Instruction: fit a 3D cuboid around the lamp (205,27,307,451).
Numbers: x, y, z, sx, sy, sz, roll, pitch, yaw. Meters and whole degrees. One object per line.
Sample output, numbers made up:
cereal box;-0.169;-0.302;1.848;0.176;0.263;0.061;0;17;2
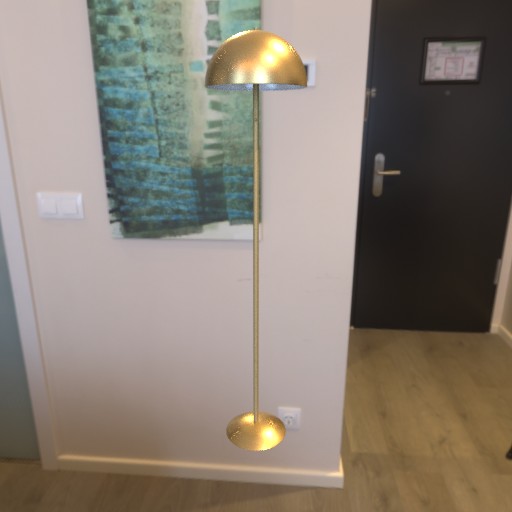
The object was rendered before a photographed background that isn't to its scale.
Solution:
lamp;0.000;0.000;1.590;0.328;1.480;0.328;-8;19;-24
